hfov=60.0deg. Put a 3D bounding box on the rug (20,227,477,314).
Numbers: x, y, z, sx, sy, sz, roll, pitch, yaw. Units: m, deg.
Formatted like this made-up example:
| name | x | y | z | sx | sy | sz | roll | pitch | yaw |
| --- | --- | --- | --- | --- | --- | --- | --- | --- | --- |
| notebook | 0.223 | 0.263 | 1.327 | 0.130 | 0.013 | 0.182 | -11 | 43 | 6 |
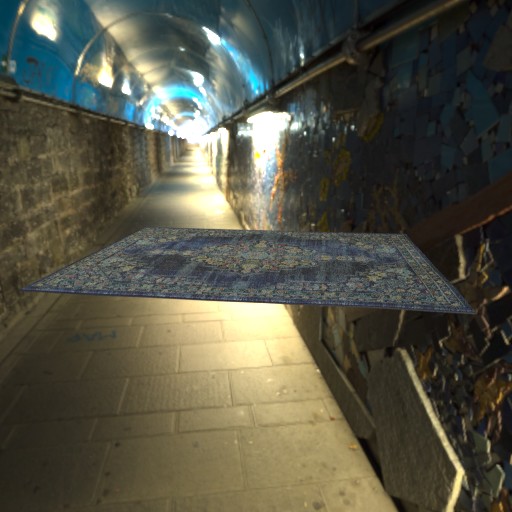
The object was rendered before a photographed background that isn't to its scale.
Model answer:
| name | x | y | z | sx | sy | sz | roll | pitch | yaw |
| --- | --- | --- | --- | --- | --- | --- | --- | --- | --- |
| rug | 0.000 | 0.000 | 4.749 | 3.612 | 0.035 | 2.716 | 2 | 15 | 8 |
